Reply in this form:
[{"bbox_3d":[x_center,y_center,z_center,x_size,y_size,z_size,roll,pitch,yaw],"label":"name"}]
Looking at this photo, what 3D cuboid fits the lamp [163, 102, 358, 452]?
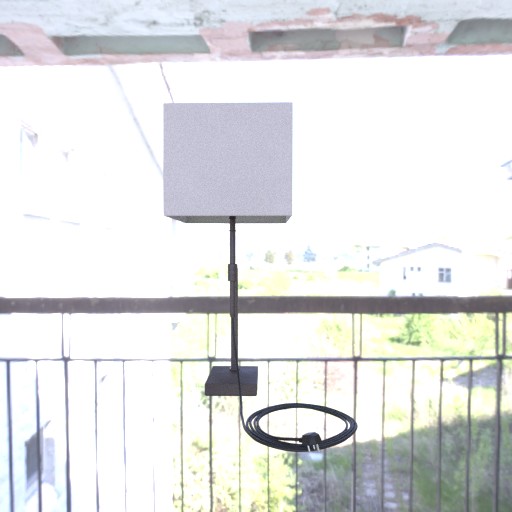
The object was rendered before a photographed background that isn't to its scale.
[{"bbox_3d":[0.000,0.000,0.980,0.399,0.660,0.504,0,1,1],"label":"lamp"}]
